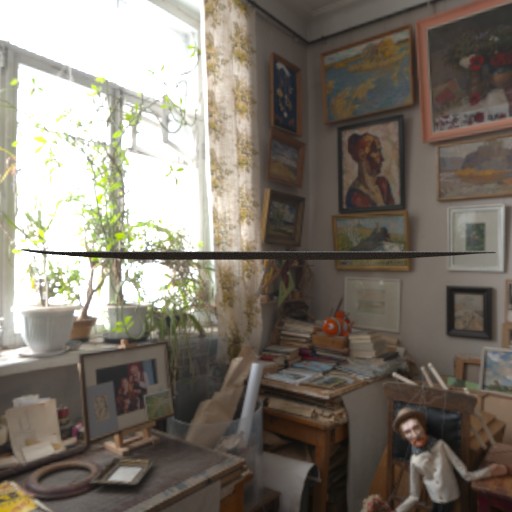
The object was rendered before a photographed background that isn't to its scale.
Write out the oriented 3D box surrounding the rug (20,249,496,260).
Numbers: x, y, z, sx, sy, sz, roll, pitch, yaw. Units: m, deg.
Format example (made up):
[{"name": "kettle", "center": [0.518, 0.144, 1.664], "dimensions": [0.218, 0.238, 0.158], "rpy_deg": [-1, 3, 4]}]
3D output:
[{"name": "rug", "center": [0.000, 0.000, 3.873], "dimensions": [2.925, 0.026, 2.343], "rpy_deg": [0, -2, 0]}]
